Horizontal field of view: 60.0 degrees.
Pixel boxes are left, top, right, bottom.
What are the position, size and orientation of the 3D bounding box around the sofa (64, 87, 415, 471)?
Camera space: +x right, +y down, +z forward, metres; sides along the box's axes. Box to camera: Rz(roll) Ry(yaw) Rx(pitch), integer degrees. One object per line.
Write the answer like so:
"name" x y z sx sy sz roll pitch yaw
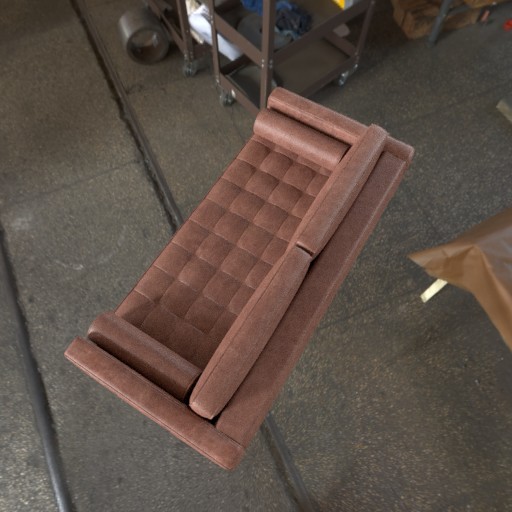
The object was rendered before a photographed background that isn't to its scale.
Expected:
"sofa" 0.000 0.000 2.336 0.910 0.760 1.870 29 69 13
